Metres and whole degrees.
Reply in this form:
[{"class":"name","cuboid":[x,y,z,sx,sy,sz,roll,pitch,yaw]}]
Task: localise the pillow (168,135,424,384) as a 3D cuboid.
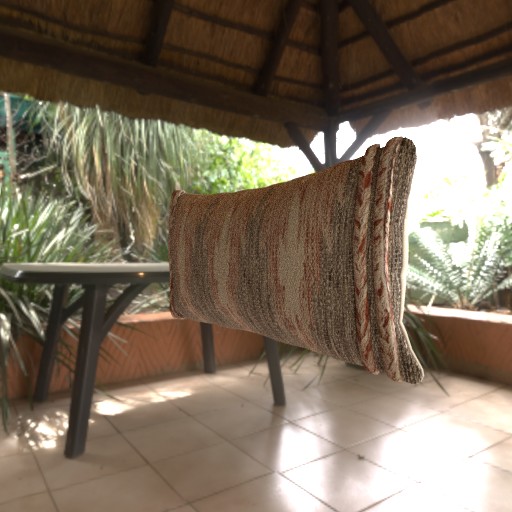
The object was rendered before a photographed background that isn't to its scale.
[{"class":"pillow","cuboid":[0.000,0.000,0.744,0.139,0.282,0.635,-1,1,-36]}]
